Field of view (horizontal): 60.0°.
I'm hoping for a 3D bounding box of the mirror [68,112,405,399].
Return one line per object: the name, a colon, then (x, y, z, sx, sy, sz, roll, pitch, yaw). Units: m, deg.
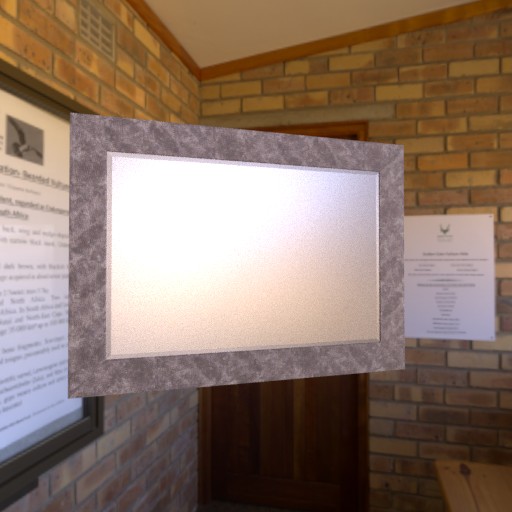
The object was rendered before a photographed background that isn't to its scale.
mirror: (0.000, 0.000, 1.413, 1.101, 0.795, 0.022, 0, -1, -18)
